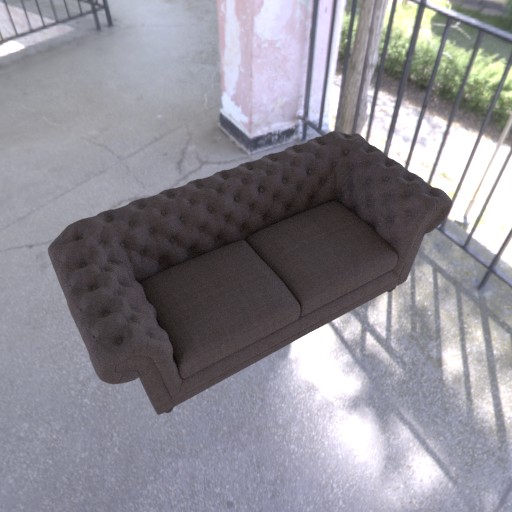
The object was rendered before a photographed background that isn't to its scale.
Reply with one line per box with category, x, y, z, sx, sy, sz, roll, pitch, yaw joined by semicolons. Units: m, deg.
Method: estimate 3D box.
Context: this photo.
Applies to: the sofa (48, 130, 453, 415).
sofa;0.000;0.000;2.591;2.048;0.780;0.944;-24;51;-21
